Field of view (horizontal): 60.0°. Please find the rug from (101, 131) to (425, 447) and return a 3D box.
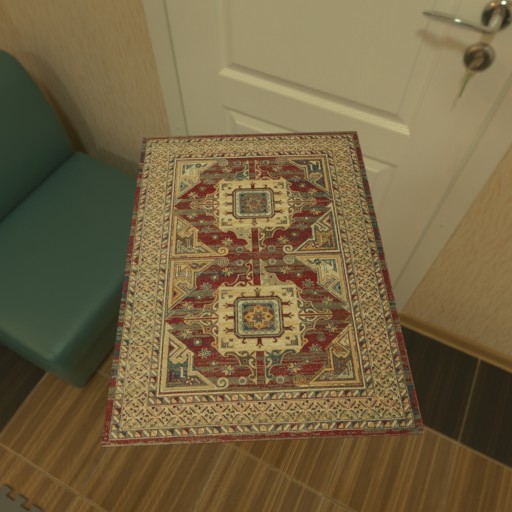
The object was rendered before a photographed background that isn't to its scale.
[{"bbox_3d":[0.000,0.000,4.096,2.381,0.013,3.197,-2,58,-1],"label":"rug"}]
